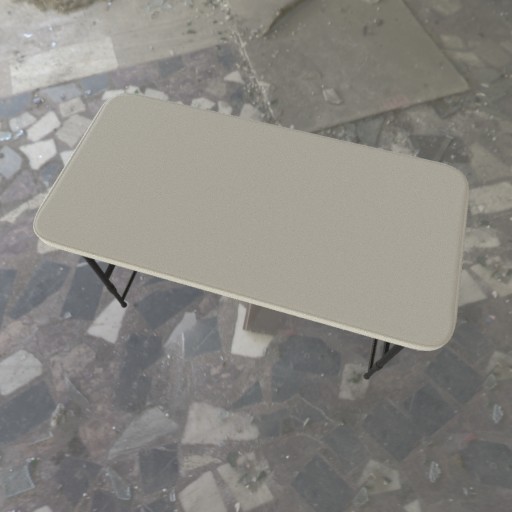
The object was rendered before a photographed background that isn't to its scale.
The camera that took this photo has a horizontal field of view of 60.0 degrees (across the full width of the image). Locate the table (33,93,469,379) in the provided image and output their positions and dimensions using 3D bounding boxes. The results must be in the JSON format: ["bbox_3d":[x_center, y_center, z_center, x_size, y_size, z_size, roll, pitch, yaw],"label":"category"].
[{"bbox_3d":[0.000,0.000,1.653,1.219,0.737,0.610,15,64,7],"label":"table"}]
